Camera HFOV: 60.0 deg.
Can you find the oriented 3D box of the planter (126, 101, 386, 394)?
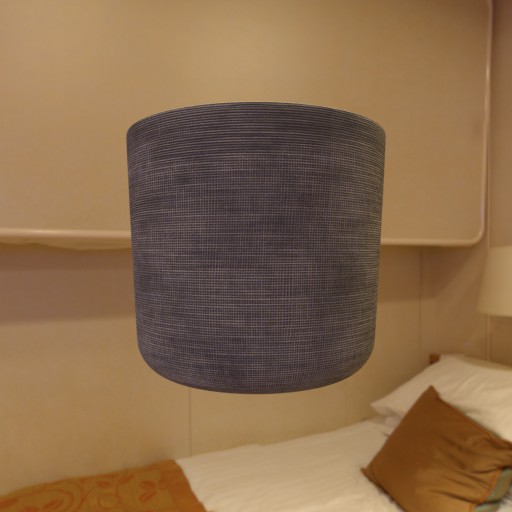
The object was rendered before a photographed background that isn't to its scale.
[{"bbox_3d":[0.000,0.000,0.785,0.440,0.398,0.440,0,1,0],"label":"planter"}]
